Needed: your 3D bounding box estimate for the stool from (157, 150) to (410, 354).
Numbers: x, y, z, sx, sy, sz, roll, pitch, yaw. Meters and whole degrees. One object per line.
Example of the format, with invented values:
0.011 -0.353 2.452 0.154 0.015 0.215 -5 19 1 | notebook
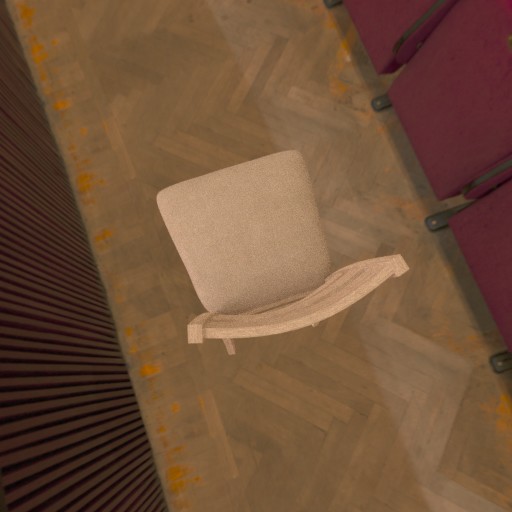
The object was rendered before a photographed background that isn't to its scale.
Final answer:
0.000 0.000 1.390 0.484 1.032 0.569 -18 76 -5 | stool
